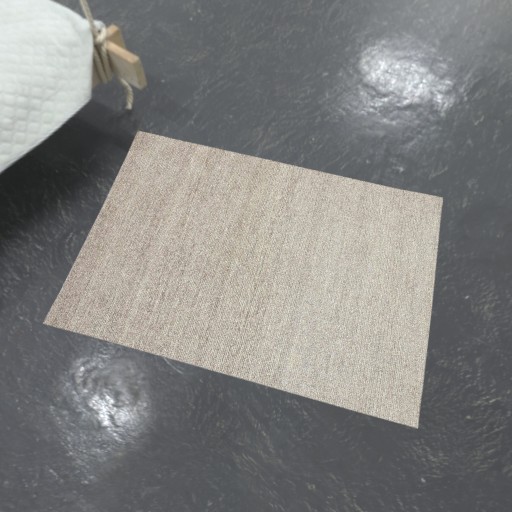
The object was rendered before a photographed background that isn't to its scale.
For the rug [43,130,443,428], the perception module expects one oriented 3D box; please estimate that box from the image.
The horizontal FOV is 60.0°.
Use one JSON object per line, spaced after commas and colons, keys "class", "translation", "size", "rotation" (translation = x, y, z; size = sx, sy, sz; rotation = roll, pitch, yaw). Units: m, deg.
{"class": "rug", "translation": [0.000, 0.000, 2.964], "size": [2.342, 0.030, 1.609], "rotation": [14, 65, 7]}
